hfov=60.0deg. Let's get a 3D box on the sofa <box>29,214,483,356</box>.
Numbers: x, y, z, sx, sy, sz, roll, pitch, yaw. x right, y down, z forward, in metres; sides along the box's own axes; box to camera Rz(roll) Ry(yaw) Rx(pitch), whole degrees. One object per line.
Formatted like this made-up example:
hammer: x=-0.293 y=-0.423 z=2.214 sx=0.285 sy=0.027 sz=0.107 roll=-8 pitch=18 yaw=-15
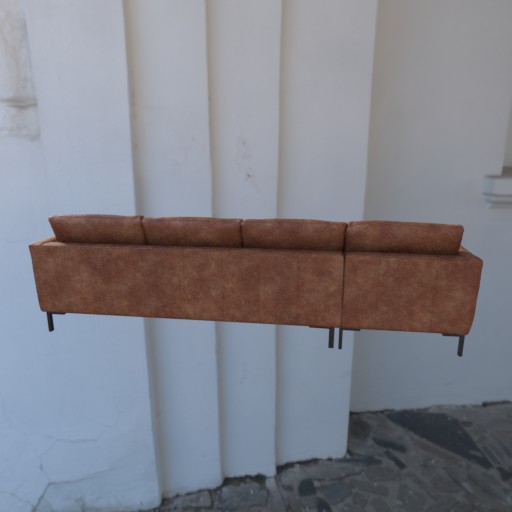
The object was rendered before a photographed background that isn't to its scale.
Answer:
sofa: x=0.000 y=0.000 z=3.619 sx=2.993 sy=0.859 sz=1.471 roll=2 pitch=16 yaw=7
